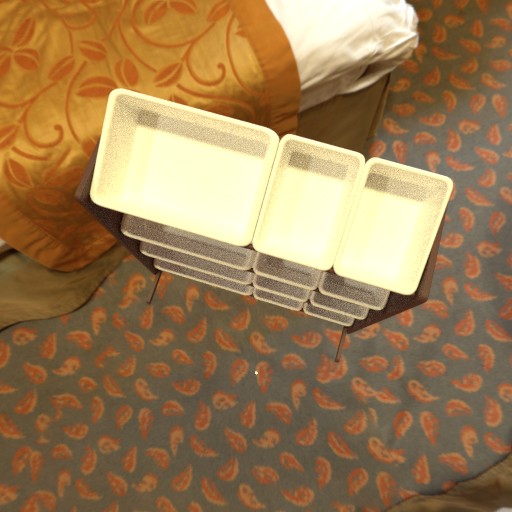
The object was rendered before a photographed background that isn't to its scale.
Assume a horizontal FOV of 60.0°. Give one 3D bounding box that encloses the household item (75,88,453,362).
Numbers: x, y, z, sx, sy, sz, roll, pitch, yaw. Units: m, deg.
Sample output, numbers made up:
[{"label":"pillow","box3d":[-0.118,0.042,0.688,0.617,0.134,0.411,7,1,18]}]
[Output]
[{"label":"household item","box3d":[0.000,0.000,1.301,0.787,0.864,0.389,16,76,4]}]
